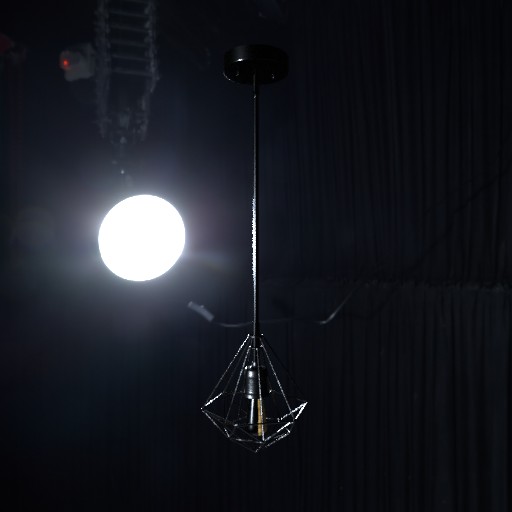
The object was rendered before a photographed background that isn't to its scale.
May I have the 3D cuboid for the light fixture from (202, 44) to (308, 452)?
[{"bbox_3d":[0.000,0.000,1.993,0.431,1.764,0.487,0,0,19],"label":"light fixture"}]
